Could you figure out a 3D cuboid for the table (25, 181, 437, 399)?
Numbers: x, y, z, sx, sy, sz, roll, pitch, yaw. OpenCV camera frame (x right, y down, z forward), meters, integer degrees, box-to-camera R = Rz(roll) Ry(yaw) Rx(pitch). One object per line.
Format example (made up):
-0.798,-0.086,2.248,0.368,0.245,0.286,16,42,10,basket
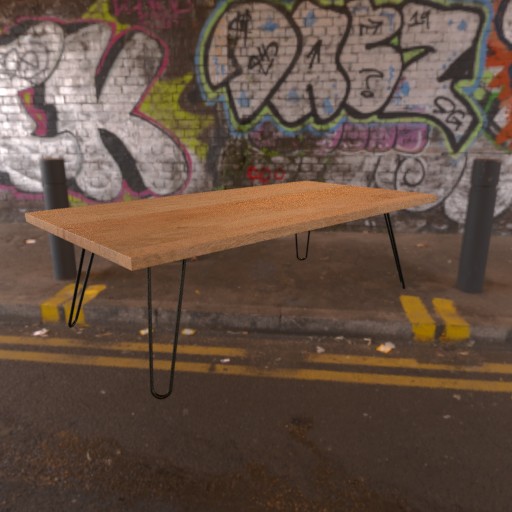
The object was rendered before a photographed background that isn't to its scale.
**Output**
0.000,0.000,1.651,1.348,0.400,0.699,-14,21,-41,table
